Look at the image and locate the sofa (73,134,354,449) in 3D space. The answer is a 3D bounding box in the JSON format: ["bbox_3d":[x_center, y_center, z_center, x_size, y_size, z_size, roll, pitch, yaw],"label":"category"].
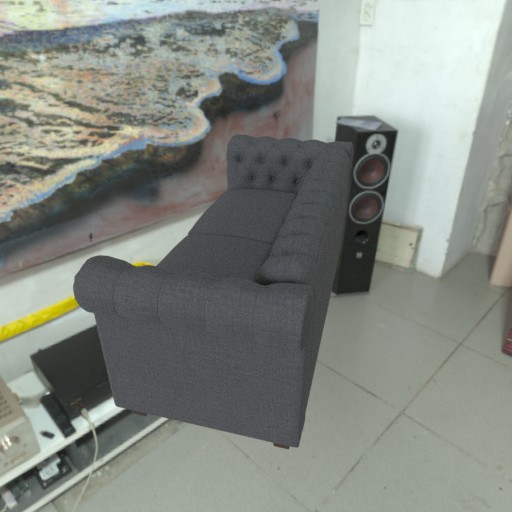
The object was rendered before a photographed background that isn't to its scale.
[{"bbox_3d":[0.000,0.000,2.250,0.783,0.797,1.798,8,31,13],"label":"sofa"}]
